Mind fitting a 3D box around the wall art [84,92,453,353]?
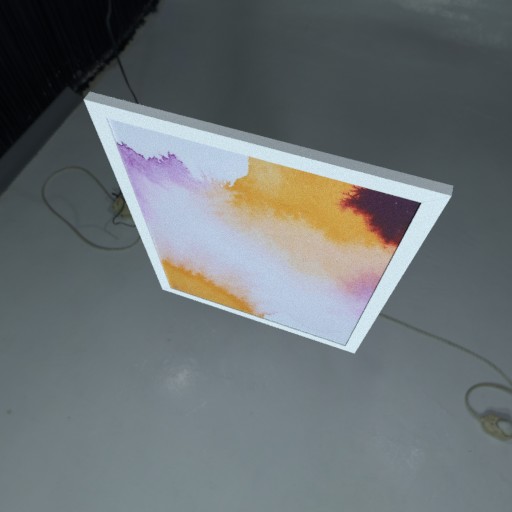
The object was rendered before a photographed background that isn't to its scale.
[{"bbox_3d":[0.000,0.000,0.635,0.382,0.456,0.013,17,61,10],"label":"wall art"}]
